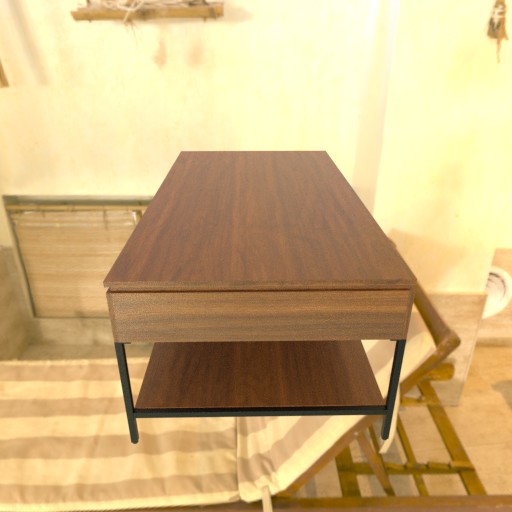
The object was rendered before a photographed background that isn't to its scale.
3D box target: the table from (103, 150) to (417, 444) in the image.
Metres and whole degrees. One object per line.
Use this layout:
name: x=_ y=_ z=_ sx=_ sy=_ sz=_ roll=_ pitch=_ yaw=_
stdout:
table: x=0.000 y=0.000 z=1.374 sx=0.574 sy=0.414 sz=1.057 roll=0 pitch=26 yaw=-1
